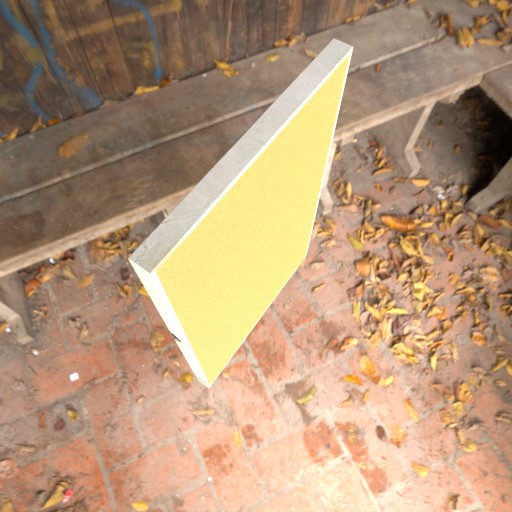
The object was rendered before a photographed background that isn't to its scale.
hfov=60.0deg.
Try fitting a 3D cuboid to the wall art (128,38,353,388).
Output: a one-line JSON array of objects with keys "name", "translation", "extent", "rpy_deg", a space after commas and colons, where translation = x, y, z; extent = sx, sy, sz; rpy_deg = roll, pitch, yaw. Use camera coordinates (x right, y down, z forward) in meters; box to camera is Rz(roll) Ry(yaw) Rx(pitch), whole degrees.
[{"name": "wall art", "translation": [0.000, 0.000, 0.989], "extent": [0.038, 0.764, 0.508], "rpy_deg": [32, 68, 15]}]
